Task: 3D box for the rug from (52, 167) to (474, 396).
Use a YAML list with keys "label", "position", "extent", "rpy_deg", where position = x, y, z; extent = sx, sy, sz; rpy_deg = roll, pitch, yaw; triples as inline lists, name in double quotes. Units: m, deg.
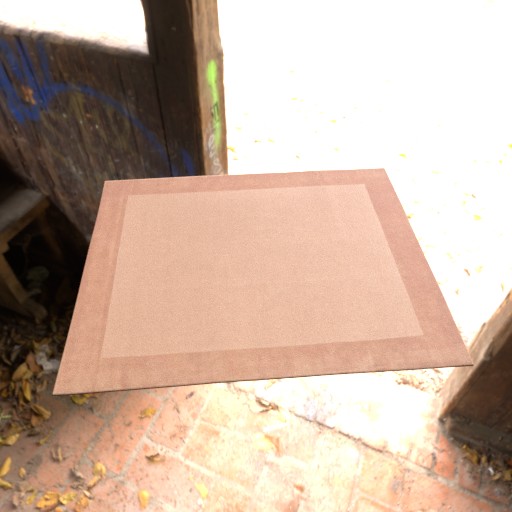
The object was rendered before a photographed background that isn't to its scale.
- label: "rug"
  position: [0.000, 0.000, 4.007]
  extent: [3.057, 0.021, 2.431]
  rpy_deg: [-3, 48, -3]
